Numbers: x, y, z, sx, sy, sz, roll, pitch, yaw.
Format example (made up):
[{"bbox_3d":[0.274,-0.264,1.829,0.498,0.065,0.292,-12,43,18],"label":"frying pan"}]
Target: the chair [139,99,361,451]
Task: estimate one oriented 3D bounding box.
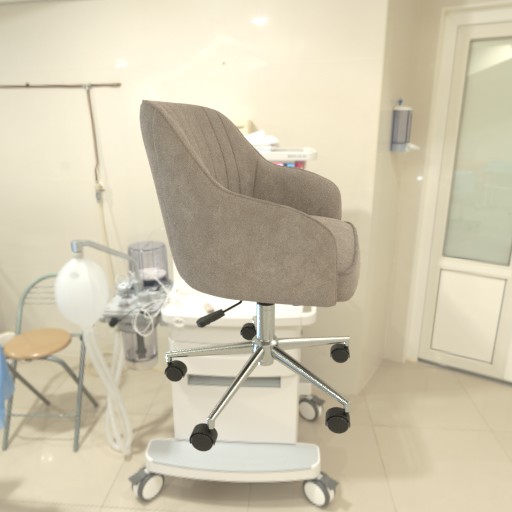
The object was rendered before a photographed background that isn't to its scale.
[{"bbox_3d":[0.000,0.000,1.253,0.573,0.831,0.635,3,17,11],"label":"chair"}]
